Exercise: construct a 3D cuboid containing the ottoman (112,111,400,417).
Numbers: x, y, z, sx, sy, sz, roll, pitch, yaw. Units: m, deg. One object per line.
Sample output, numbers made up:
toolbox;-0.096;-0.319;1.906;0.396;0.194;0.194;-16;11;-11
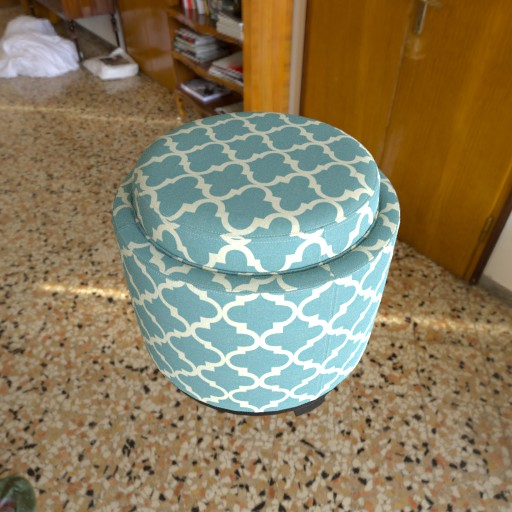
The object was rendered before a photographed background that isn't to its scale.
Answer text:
ottoman;0.000;0.000;0.839;0.480;0.429;0.480;0;42;0
